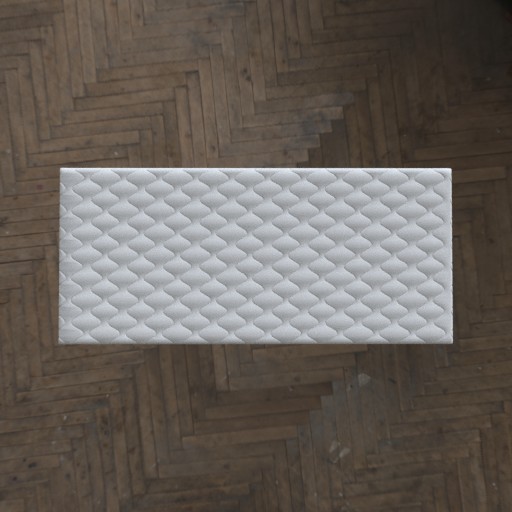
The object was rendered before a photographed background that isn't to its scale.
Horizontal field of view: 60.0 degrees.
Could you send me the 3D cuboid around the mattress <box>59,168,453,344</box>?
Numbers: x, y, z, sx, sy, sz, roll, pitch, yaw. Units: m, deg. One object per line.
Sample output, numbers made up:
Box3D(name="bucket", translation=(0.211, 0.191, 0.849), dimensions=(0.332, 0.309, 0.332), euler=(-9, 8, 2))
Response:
Box3D(name="mattress", translation=(0.000, 0.000, 2.317), dimensions=(2.000, 0.200, 0.900), euler=(0, 89, 0))
